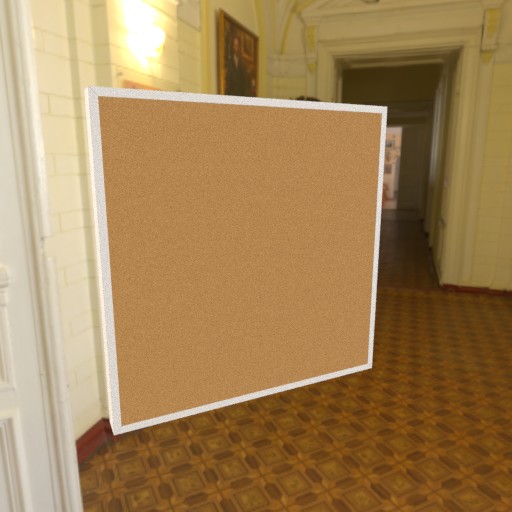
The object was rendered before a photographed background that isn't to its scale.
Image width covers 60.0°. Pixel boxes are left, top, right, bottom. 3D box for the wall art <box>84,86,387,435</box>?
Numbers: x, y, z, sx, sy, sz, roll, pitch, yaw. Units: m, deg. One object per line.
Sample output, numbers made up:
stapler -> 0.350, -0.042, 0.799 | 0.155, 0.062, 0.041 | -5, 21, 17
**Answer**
wall art -> 0.000, 0.000, 0.758 | 0.509, 0.509, 0.040 | -6, 13, -26
